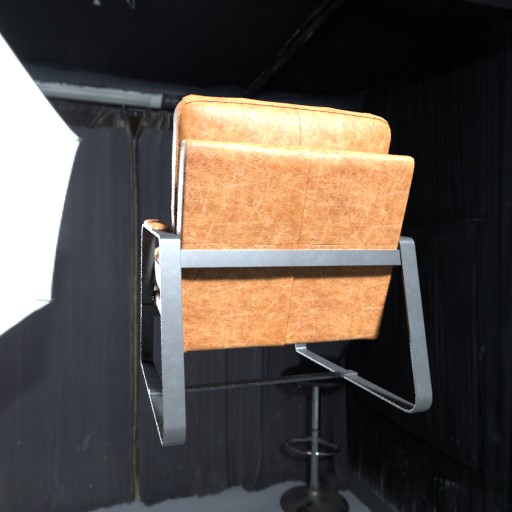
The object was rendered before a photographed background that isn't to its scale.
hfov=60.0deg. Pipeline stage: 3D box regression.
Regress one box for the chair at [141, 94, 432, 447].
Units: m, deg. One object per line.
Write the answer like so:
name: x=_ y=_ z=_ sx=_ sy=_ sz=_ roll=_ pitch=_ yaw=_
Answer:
chair: x=0.000 y=0.000 z=1.359 sx=0.651 sy=0.777 sz=0.801 roll=0 pitch=1 yaw=-18
